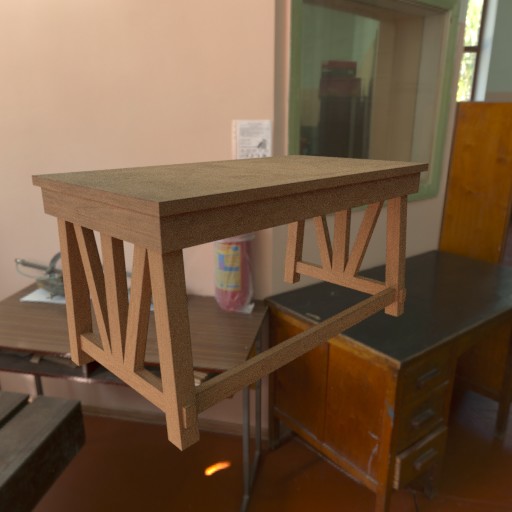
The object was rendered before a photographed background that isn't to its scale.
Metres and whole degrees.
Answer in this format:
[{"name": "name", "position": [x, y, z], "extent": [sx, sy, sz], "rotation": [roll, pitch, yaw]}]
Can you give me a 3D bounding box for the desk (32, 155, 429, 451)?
[{"name": "desk", "position": [0.000, 0.000, 1.958], "extent": [0.813, 0.762, 1.499], "rotation": [16, 23, 42]}]
